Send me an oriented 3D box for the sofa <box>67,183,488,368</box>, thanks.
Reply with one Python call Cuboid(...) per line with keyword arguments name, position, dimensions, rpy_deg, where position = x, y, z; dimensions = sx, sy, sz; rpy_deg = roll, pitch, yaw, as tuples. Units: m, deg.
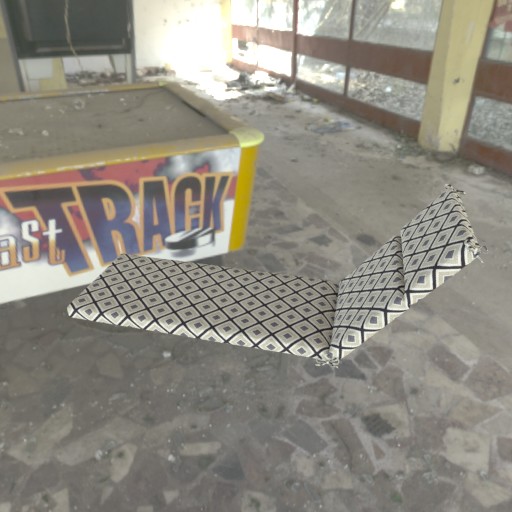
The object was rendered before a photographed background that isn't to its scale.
Cuboid(name="sofa", position=(0.000, 0.000, 1.935), dimensions=(1.663, 0.622, 0.582), rpy_deg=(7, 31, 12))
